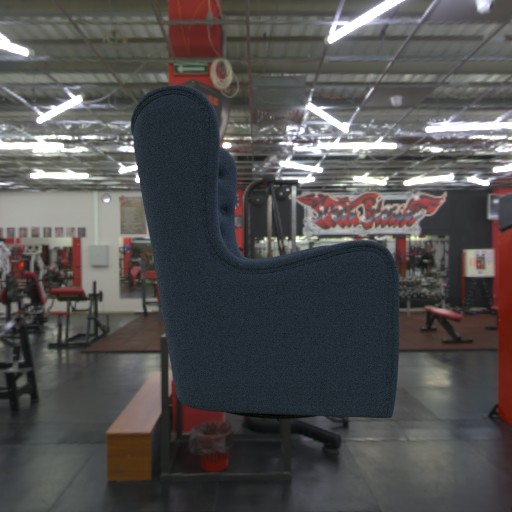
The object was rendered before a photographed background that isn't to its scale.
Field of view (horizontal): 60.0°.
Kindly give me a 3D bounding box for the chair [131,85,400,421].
[{"bbox_3d":[0.000,0.000,1.774,0.930,1.079,0.831,0,0,2],"label":"chair"}]
